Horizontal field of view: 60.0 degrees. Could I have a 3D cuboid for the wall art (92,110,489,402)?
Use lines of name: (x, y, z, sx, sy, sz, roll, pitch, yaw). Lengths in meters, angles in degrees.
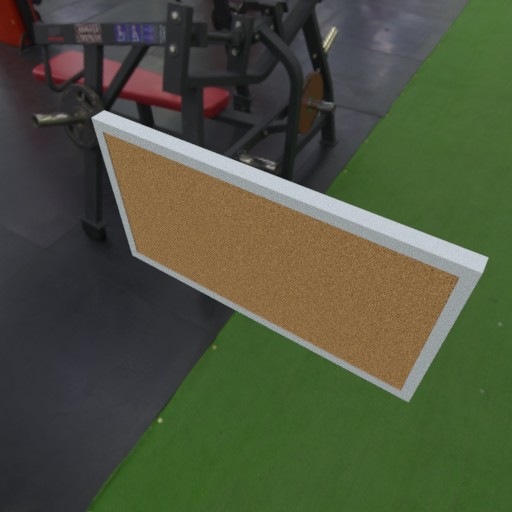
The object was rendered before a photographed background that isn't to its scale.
wall art: (0.000, 0.000, 0.967, 0.812, 0.431, 0.038, 25, 52, 22)
